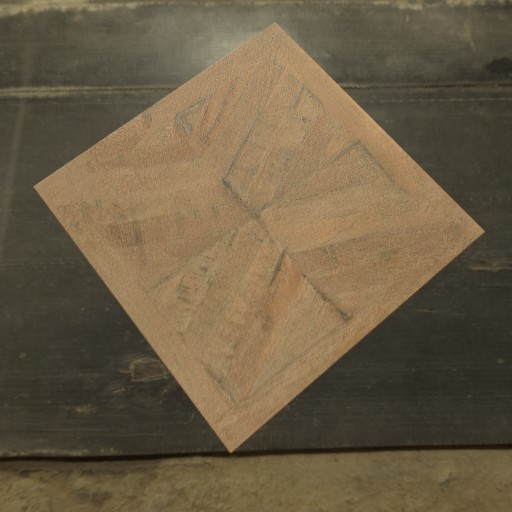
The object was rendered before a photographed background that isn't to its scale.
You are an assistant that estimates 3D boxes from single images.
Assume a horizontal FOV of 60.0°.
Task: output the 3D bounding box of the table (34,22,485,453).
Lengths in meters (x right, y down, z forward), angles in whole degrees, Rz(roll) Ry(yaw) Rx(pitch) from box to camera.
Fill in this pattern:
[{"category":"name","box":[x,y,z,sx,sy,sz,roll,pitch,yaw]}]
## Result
[{"category":"table","box":[0.000,0.000,0.945,0.498,0.550,0.499,-38,78,-10]}]
